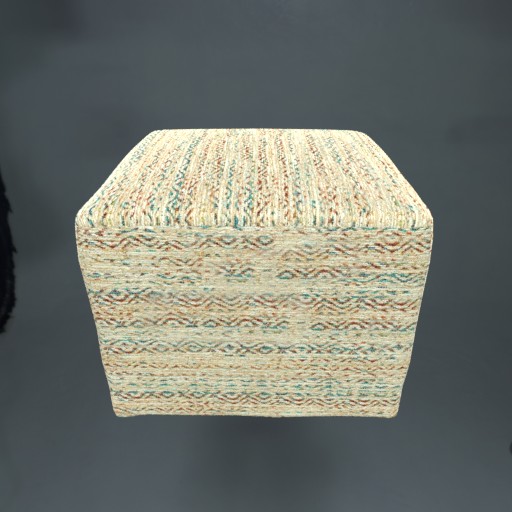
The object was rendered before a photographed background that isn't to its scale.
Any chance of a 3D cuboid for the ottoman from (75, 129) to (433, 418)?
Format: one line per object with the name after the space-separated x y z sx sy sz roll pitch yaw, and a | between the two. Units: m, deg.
0.000 0.000 0.919 0.521 0.453 0.512 0 29 1 | ottoman
